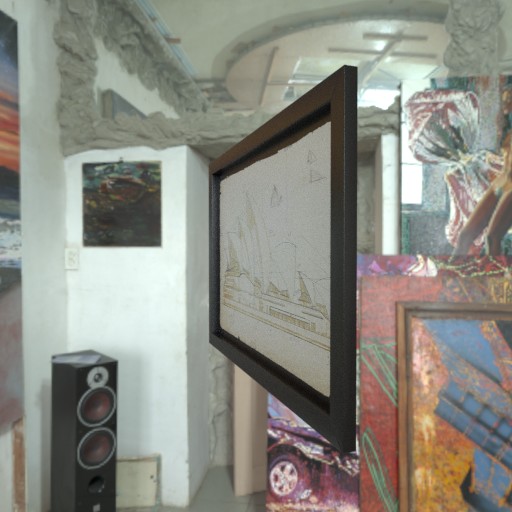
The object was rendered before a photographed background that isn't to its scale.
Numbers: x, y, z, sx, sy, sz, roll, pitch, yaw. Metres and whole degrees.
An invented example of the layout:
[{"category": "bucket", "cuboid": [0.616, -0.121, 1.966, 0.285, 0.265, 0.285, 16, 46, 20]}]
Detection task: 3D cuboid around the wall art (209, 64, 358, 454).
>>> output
[{"category": "wall art", "cuboid": [0.000, 0.000, 0.557, 0.013, 0.306, 0.440, 0, 1, -20]}]
